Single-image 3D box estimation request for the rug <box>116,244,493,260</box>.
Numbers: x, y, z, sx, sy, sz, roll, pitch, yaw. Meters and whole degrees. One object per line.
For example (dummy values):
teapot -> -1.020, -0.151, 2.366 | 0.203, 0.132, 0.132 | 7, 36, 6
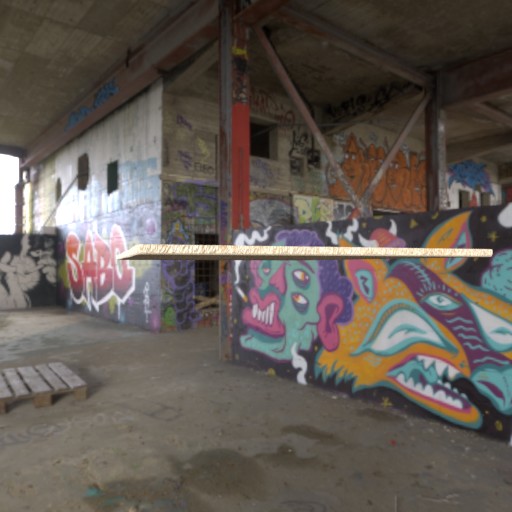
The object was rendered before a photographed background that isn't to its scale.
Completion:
rug -> 0.000, 0.000, 2.080 | 1.200, 0.027, 1.600 | 0, -1, -19
